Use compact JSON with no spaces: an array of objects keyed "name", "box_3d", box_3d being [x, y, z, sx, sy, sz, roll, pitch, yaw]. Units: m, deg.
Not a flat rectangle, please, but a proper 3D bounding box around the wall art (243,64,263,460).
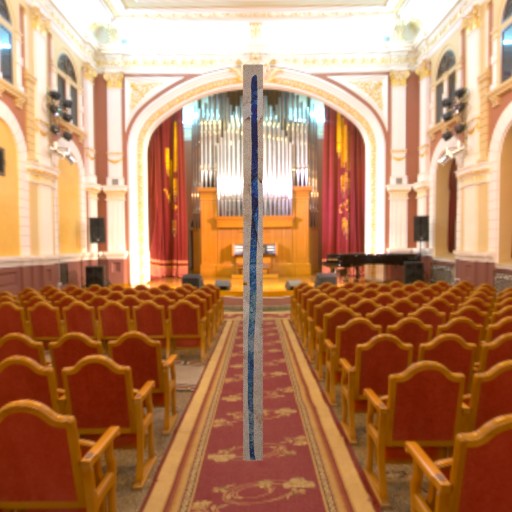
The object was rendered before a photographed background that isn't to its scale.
[{"name":"wall art","box_3d":[0.000,0.000,1.139,0.030,0.609,0.919,0,2,1]}]
